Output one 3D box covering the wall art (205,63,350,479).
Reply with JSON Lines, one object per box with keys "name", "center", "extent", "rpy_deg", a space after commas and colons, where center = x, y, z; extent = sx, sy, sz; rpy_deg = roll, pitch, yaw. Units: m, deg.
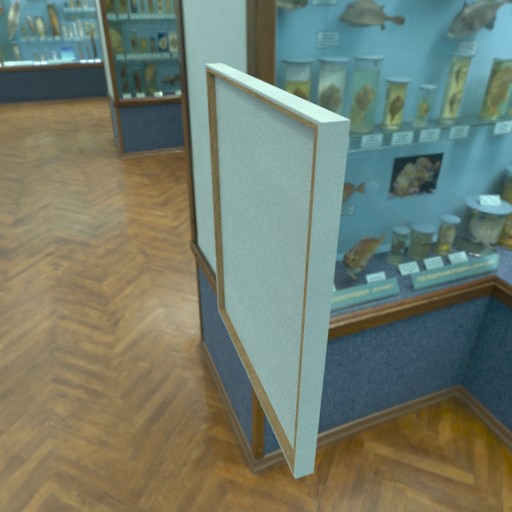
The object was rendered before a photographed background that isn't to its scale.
{"name": "wall art", "center": [0.000, 0.000, 0.825], "extent": [0.037, 0.606, 0.508], "rpy_deg": [-10, 32, -17]}
